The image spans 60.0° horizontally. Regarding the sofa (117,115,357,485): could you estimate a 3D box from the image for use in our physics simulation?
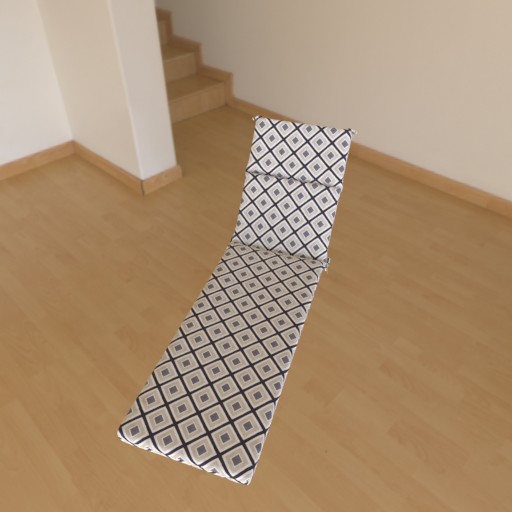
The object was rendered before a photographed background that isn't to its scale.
[{"bbox_3d":[0.000,0.000,1.978,0.582,0.622,1.663,12,42,14],"label":"sofa"}]
